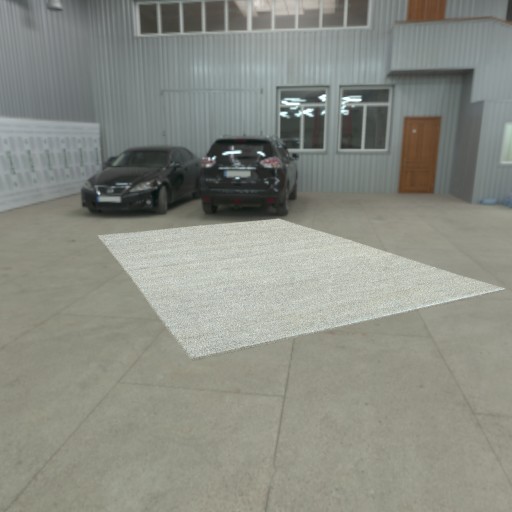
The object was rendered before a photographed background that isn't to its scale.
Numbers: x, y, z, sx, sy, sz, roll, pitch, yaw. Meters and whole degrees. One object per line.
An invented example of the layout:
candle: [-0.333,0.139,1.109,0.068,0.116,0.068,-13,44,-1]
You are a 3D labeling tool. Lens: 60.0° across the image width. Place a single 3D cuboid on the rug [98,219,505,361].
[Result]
rug: [0.000,0.000,2.808,1.624,0.030,2.264,-7,16,-26]
